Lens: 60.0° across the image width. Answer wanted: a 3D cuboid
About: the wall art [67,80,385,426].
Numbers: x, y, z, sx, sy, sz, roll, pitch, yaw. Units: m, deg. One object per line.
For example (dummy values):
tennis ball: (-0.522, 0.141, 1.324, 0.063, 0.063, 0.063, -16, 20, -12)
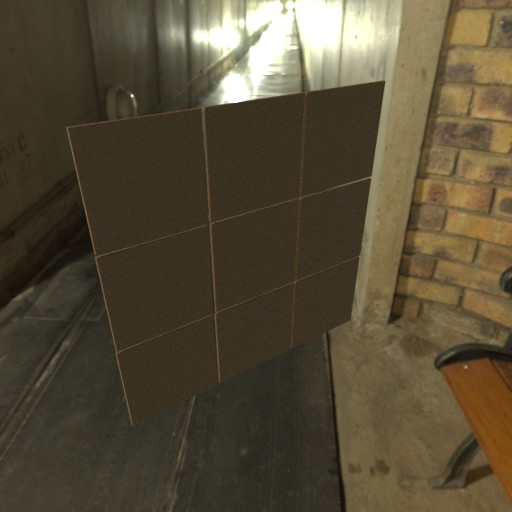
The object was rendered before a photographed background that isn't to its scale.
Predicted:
wall art: (0.000, 0.000, 1.348, 0.919, 0.917, 0.010, -19, 36, -28)
